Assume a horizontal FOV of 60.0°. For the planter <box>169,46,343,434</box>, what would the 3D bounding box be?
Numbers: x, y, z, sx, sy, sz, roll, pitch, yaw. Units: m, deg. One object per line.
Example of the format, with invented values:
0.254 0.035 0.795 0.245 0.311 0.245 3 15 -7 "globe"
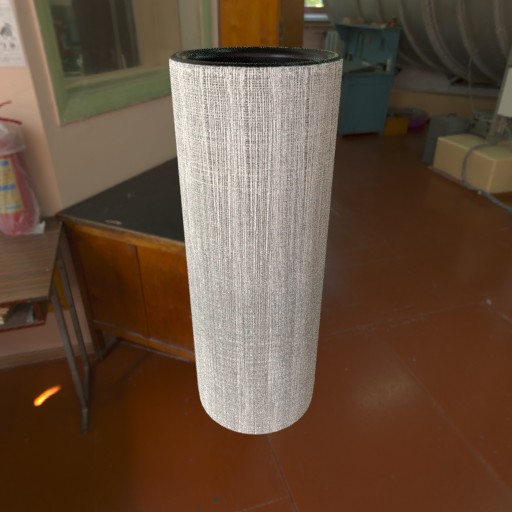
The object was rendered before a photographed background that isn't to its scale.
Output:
0.000 0.000 0.324 0.100 0.270 0.100 9 31 15 "planter"
